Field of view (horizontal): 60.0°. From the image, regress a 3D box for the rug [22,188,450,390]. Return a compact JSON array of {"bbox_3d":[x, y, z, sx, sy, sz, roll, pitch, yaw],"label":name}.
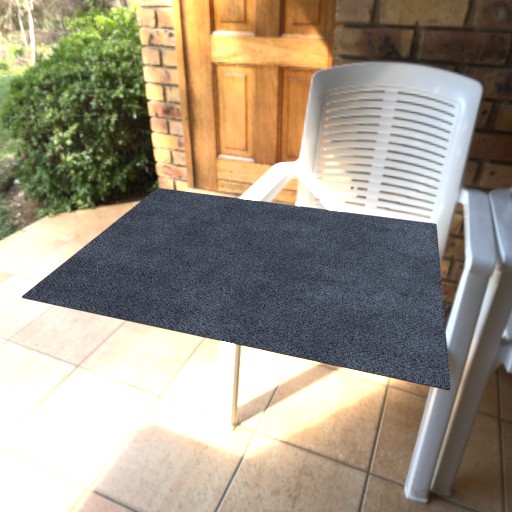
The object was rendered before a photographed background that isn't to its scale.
[{"bbox_3d":[0.000,0.000,2.828,2.235,0.008,1.600,9,33,14],"label":"rug"}]
